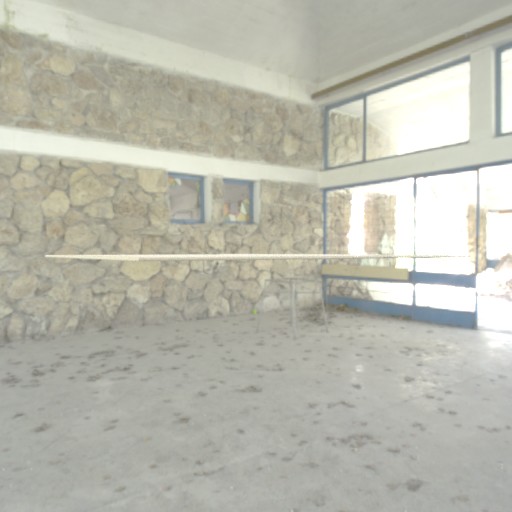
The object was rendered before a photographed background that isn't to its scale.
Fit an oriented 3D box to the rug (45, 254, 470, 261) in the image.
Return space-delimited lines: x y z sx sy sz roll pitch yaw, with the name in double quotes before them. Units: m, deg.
"rug" 0.000 0.000 4.737 3.659 0.037 2.734 0 1 -36
